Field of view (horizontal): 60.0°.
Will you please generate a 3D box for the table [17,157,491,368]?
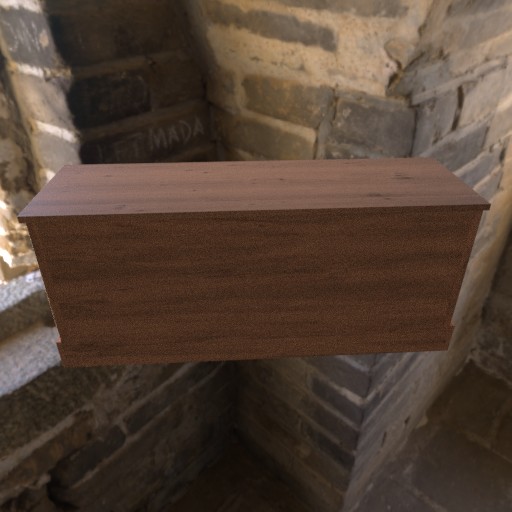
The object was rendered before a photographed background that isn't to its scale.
[{"bbox_3d":[0.000,0.000,1.422,1.200,0.510,0.400,-2,31,-3],"label":"table"}]
